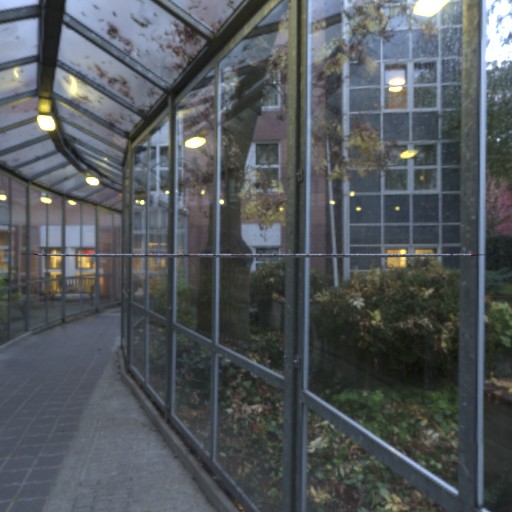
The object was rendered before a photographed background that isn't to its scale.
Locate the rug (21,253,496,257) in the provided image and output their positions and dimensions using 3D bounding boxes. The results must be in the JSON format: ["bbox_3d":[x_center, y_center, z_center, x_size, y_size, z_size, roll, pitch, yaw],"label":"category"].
[{"bbox_3d":[0.000,0.000,2.275,1.848,0.012,1.217,0,-1,0],"label":"rug"}]
